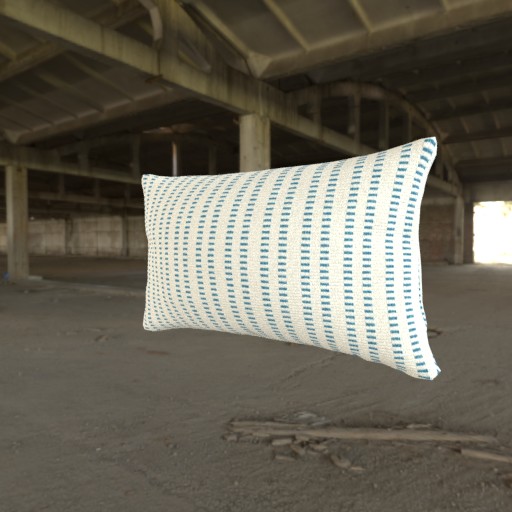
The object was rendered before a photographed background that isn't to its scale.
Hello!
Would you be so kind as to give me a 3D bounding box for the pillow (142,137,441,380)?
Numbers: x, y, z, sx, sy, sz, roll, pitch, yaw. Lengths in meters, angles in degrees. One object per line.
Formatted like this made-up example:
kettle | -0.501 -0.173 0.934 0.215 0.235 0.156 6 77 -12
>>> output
pillow | 0.000 0.000 0.816 0.640 0.353 0.210 1 2 35
